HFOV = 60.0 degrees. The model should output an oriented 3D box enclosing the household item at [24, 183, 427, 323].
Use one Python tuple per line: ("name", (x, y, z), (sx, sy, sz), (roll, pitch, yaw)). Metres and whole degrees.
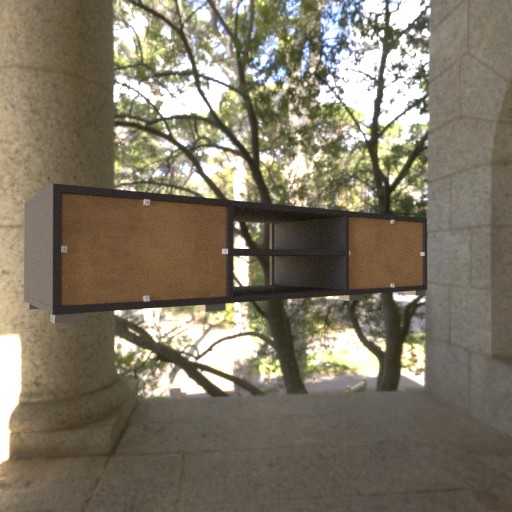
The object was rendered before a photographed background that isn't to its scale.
("household item", (0.000, 0.000, 1.553), (1.400, 0.310, 0.420), (0, -1, -36))
